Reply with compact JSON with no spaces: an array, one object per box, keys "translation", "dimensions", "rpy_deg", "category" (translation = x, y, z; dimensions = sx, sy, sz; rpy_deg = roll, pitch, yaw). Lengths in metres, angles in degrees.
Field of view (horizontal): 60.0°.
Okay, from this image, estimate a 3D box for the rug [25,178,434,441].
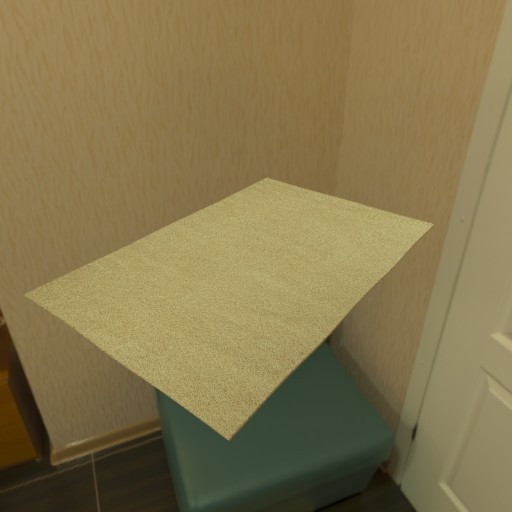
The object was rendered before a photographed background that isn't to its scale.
[{"translation":[0.000,0.000,3.388],"dimensions":[1.800,0.025,2.699],"rpy_deg":[22,37,32],"category":"rug"}]
